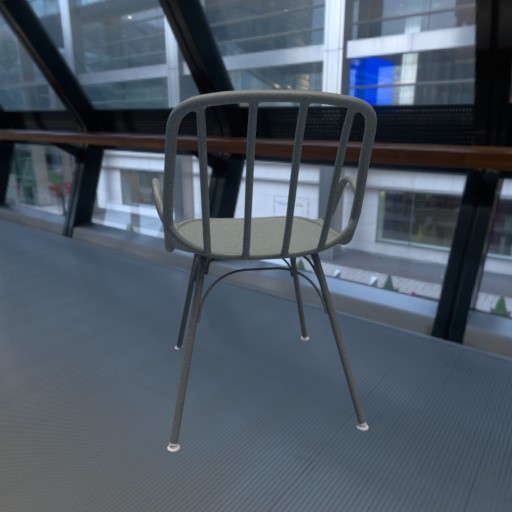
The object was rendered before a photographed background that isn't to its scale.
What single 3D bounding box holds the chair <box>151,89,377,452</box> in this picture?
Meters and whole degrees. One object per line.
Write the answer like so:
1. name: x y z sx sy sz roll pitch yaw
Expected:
1. chair: 0.000 0.000 1.226 0.549 0.816 0.597 -3 16 -9
